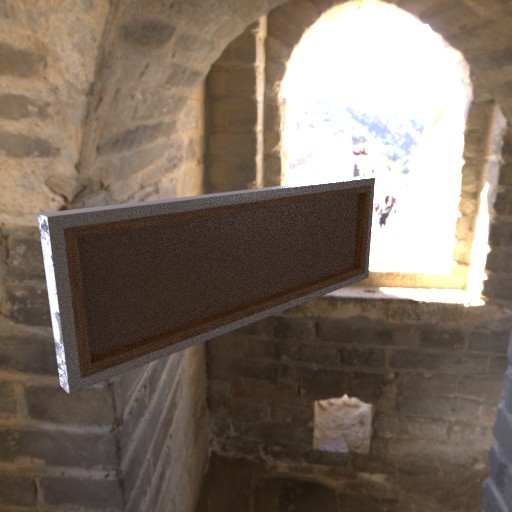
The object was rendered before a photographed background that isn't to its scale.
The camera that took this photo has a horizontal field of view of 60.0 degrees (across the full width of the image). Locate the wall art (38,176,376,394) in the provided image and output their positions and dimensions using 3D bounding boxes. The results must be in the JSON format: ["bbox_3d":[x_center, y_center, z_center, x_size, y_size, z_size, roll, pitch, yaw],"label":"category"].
[{"bbox_3d":[0.000,0.000,0.864,0.766,0.256,0.036,-14,21,-42],"label":"wall art"}]
